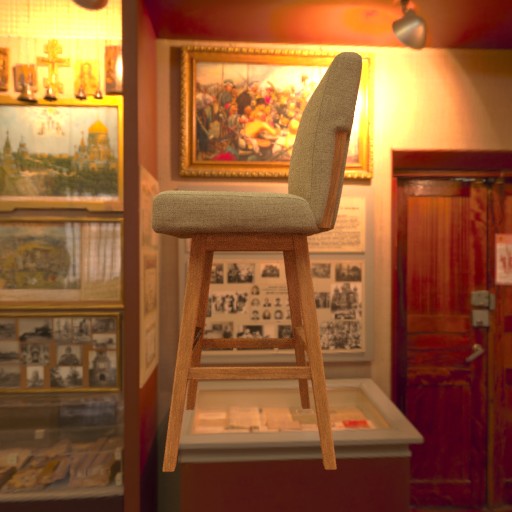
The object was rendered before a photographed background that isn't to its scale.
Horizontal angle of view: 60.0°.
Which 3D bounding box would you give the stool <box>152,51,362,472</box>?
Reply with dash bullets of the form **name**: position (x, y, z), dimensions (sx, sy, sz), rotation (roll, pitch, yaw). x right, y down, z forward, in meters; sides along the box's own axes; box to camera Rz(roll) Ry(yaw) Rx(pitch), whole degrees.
- **stool**: position (0.000, 0.000, 1.380), dimensions (0.569, 1.106, 0.483), rotation (0, 0, -2)
